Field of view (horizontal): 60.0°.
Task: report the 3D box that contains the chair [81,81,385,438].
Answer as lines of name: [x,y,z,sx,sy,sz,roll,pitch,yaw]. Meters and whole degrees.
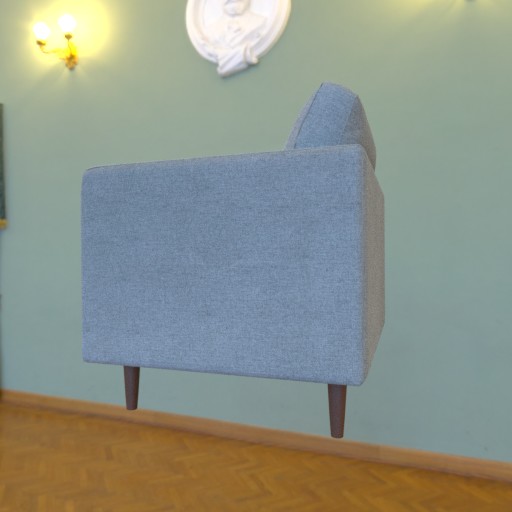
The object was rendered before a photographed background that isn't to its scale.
chair: [0.000,0.000,1.492,0.800,0.927,0.855,0,1,19]
